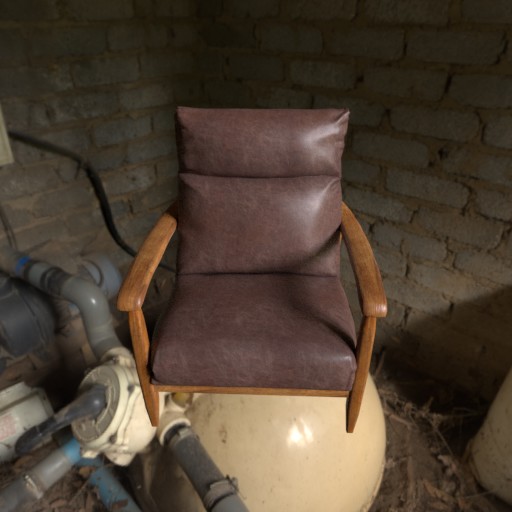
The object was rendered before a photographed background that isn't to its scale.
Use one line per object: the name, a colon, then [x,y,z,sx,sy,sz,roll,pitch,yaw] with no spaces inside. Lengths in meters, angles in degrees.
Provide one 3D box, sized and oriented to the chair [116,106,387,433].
chair: [0.000,0.000,1.553,0.782,0.897,0.830,1,29,2]
